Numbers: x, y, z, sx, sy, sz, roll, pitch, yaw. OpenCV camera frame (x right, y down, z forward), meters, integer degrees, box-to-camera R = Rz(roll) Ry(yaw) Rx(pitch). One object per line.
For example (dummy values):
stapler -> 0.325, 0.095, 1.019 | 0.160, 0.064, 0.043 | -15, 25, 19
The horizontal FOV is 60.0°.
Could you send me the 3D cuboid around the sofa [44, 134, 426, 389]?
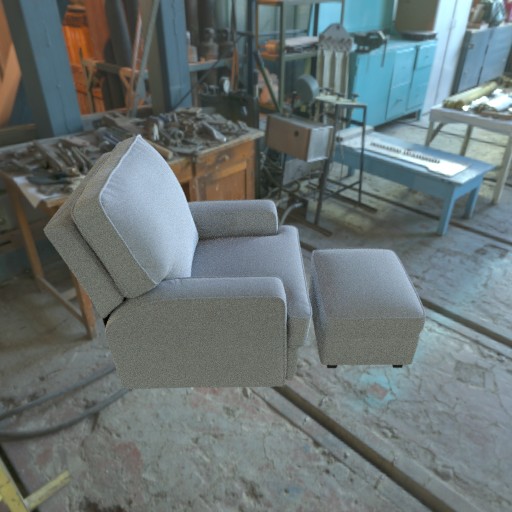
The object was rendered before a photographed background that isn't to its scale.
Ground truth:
sofa -> 0.000, 0.000, 2.032 | 1.472, 0.959, 0.861 | 0, 33, 0
